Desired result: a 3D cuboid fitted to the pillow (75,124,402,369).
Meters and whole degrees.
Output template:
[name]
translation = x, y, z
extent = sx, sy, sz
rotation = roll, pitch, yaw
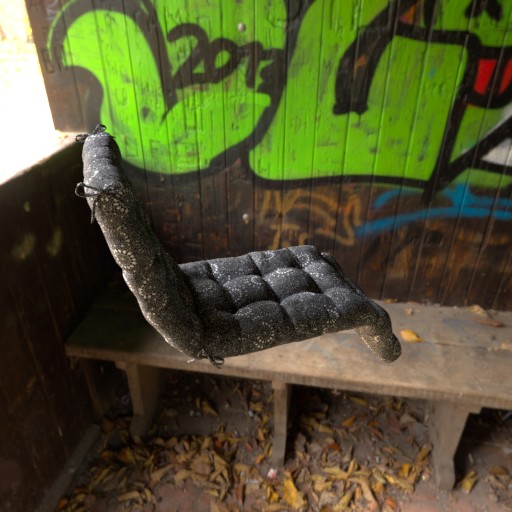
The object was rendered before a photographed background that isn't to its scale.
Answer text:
[pillow]
translation = 0.000, 0.000, 1.520
extent = 1.016, 0.863, 0.526
rotation = -10, 32, -17
